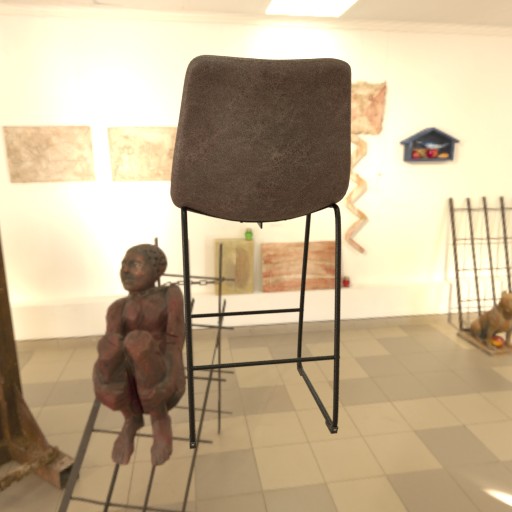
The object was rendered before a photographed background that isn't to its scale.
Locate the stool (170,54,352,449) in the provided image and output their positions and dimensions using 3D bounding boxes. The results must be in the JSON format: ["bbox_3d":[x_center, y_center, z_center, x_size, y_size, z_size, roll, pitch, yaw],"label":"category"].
[{"bbox_3d":[0.000,0.000,1.406,0.514,1.082,0.561,-2,14,-9],"label":"stool"}]
